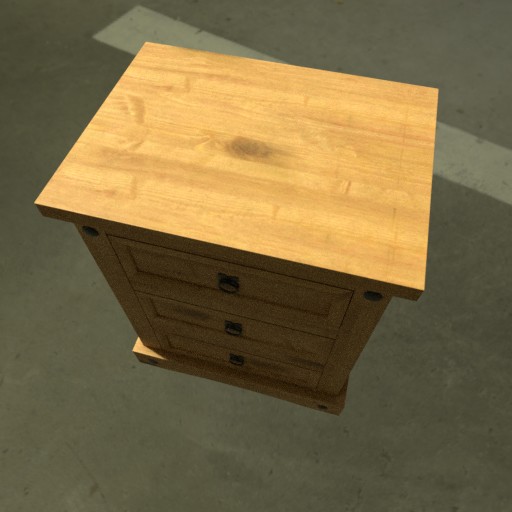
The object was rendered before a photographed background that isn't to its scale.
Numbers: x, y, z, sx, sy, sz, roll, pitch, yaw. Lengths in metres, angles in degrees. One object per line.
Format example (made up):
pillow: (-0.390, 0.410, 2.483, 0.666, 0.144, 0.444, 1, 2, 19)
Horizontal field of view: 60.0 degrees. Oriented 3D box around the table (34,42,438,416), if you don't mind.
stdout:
table: (0.000, 0.000, 1.188, 0.660, 0.813, 0.500, 13, 58, 8)
